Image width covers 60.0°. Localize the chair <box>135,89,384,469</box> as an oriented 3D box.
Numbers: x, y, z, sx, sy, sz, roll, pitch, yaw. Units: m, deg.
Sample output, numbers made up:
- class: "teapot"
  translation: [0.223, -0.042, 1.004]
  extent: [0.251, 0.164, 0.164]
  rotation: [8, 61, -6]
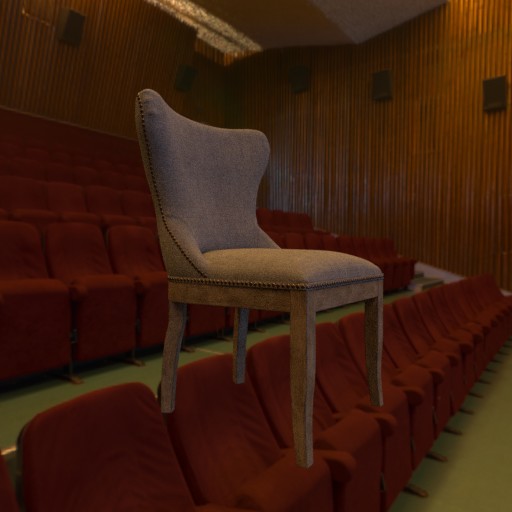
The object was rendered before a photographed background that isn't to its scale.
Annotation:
- class: "chair"
  translation: [0.000, 0.000, 1.458]
  extent: [0.681, 1.002, 0.654]
  rotation: [1, 1, 35]
